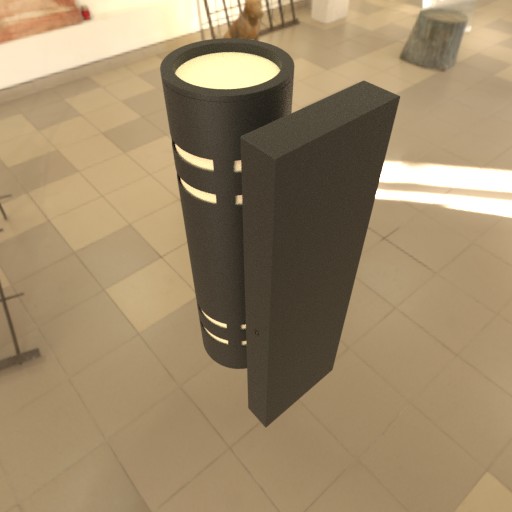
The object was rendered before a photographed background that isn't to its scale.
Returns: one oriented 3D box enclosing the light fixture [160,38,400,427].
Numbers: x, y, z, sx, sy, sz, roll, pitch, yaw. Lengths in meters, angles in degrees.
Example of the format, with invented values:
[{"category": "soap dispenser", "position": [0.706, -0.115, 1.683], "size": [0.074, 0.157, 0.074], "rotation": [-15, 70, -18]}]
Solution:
[{"category": "light fixture", "position": [0.000, 0.000, 0.404], "size": [0.105, 0.330, 0.149], "rotation": [-32, 54, -27]}]
